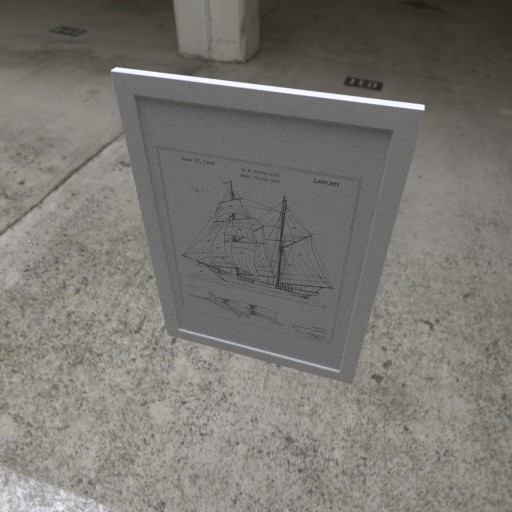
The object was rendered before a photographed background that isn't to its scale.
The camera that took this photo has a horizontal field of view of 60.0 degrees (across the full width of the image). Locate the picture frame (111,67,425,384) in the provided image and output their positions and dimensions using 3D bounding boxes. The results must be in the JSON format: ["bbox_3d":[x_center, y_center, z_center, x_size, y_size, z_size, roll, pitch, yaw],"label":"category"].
[{"bbox_3d":[0.000,0.000,0.696,0.381,0.534,0.012,12,43,13],"label":"picture frame"}]
